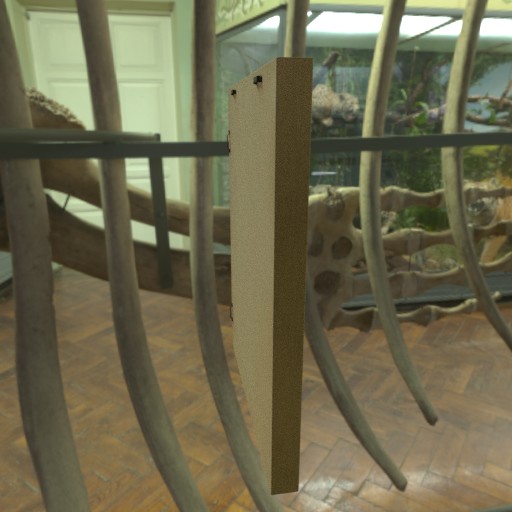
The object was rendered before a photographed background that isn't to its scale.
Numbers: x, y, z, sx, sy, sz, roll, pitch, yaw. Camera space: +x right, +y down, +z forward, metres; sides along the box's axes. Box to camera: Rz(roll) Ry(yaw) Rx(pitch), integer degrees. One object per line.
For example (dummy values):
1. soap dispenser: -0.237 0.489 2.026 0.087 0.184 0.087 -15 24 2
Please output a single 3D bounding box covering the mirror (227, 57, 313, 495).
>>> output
1. mirror: 0.000 0.000 0.678 0.041 0.508 0.405 -3 17 -9
